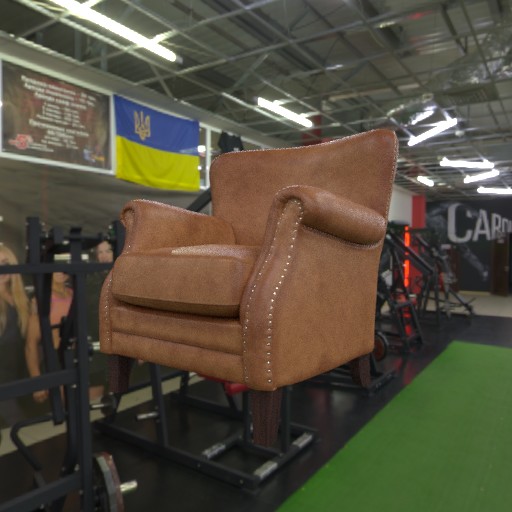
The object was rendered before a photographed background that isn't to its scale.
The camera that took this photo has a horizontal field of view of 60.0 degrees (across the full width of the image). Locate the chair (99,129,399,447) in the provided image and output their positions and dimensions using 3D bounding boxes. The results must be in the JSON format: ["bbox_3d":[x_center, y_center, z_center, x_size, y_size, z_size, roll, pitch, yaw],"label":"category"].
[{"bbox_3d":[0.000,0.000,1.618,0.861,0.936,0.921,1,2,36],"label":"chair"}]
